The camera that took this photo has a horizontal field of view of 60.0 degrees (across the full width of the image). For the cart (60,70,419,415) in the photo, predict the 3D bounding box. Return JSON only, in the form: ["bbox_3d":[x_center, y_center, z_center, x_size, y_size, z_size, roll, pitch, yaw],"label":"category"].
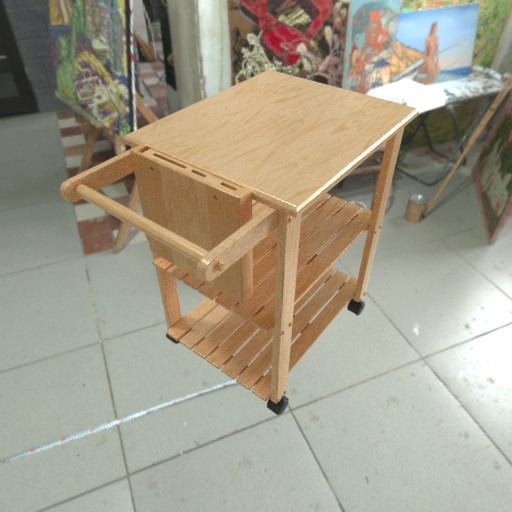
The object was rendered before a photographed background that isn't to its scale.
[{"bbox_3d":[0.000,0.000,1.366,0.520,0.816,0.843,27,48,27],"label":"cart"}]
